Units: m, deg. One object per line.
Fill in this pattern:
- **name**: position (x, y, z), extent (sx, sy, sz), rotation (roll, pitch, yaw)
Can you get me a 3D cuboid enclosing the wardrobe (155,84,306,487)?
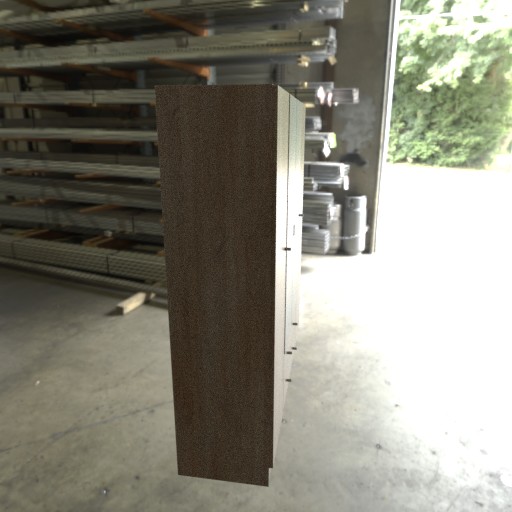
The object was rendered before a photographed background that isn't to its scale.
- **wardrobe**: position (0.000, 0.000, 3.216), extent (0.598, 2.159, 1.998), rotation (3, 16, 9)
